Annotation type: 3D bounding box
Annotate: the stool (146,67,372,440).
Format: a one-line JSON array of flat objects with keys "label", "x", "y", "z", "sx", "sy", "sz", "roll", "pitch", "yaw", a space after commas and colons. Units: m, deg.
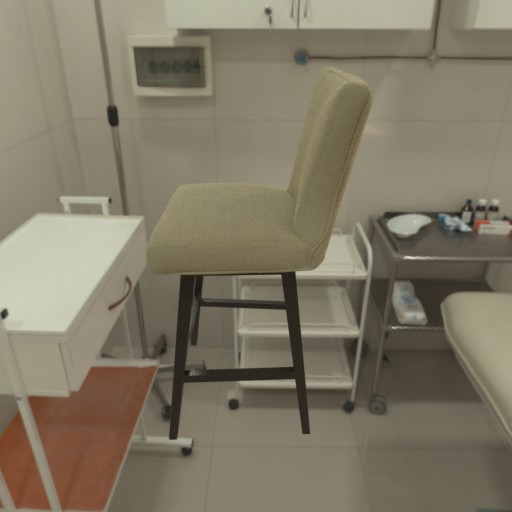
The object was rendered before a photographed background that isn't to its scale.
[{"label": "stool", "x": 0.000, "y": 0.000, "z": 1.418, "sx": 0.574, "sy": 1.086, "sz": 0.514, "roll": 0, "pitch": 27, "yaw": 1}]
